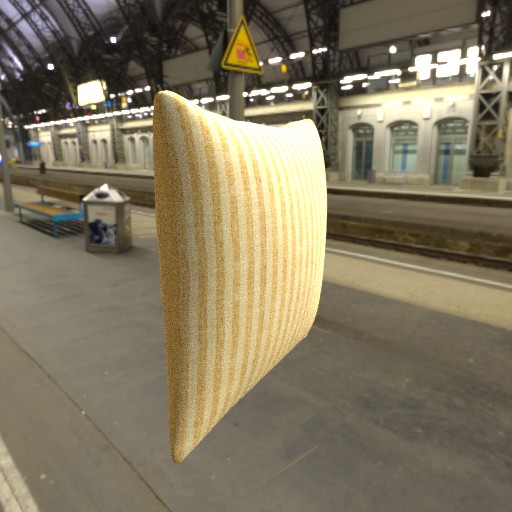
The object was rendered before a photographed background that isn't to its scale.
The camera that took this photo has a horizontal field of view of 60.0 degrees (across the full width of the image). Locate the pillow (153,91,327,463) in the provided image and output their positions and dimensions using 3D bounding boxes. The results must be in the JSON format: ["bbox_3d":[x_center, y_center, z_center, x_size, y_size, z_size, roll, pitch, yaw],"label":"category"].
[{"bbox_3d":[0.000,0.000,0.642,0.173,0.407,0.419,6,14,26],"label":"pillow"}]
